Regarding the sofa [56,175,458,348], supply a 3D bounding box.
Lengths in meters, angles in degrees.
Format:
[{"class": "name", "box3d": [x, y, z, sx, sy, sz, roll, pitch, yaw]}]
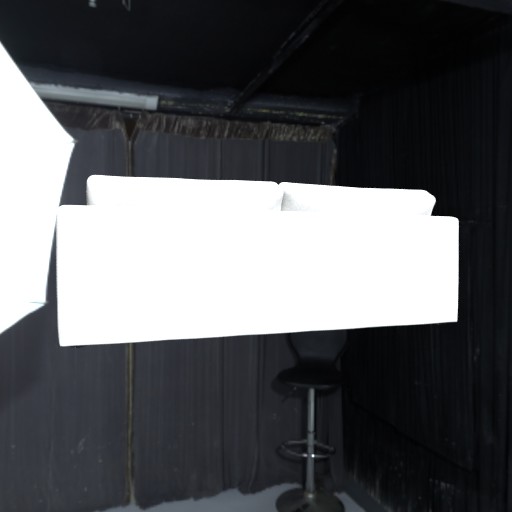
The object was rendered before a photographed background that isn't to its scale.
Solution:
[{"class": "sofa", "box3d": [0.000, 0.000, 2.831, 2.588, 0.838, 1.090, 0, 1, -19]}]
